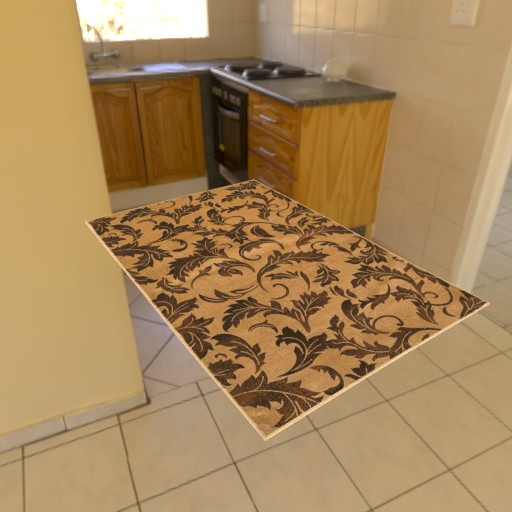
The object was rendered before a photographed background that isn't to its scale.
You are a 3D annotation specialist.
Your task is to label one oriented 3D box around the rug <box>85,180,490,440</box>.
[{"bbox_3d":[0.000,0.000,2.847,1.522,0.008,2.284,-19,36,-29],"label":"rug"}]
